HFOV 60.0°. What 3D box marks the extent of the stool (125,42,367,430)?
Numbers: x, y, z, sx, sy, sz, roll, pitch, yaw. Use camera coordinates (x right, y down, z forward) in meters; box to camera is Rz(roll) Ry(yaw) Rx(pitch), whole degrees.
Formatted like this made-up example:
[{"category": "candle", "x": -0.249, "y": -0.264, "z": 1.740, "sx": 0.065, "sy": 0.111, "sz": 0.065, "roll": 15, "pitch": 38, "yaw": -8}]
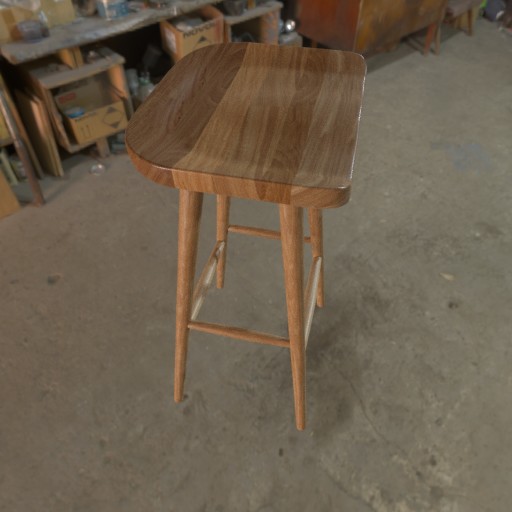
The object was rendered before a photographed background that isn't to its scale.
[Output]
[{"category": "stool", "x": 0.000, "y": 0.000, "z": 0.922, "sx": 0.322, "sy": 0.698, "sz": 0.407, "roll": 9, "pitch": 47, "yaw": 9}]
